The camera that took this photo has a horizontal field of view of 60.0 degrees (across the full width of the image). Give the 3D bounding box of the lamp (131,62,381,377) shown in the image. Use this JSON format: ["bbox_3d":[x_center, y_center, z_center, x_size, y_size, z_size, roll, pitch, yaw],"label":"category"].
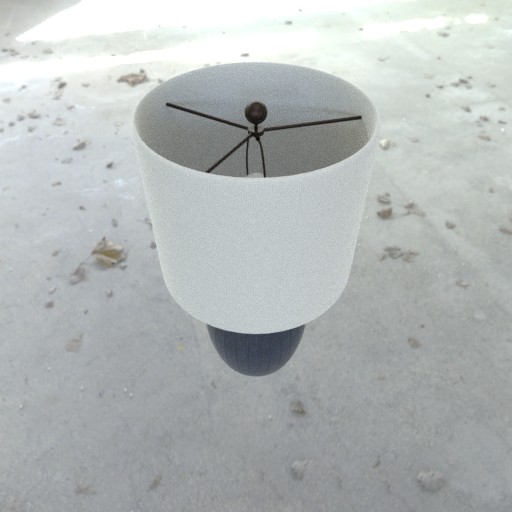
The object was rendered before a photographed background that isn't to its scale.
[{"bbox_3d":[0.000,0.000,0.783,0.329,0.570,0.329,-10,46,-10],"label":"lamp"}]
